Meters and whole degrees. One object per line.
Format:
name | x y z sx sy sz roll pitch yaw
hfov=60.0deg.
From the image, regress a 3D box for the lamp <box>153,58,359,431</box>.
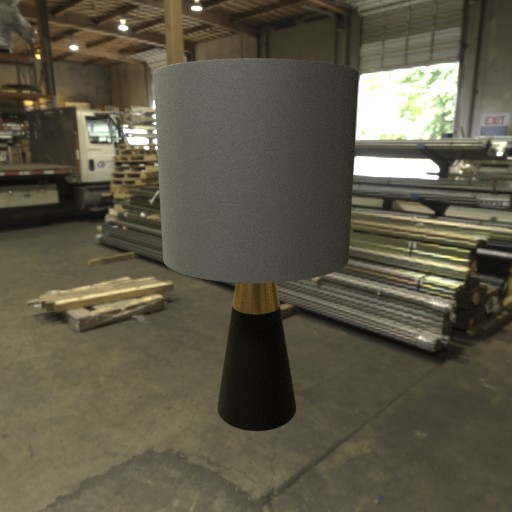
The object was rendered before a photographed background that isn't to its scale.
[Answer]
lamp | 0.000 0.000 0.750 0.308 0.580 0.308 -14 20 -43
